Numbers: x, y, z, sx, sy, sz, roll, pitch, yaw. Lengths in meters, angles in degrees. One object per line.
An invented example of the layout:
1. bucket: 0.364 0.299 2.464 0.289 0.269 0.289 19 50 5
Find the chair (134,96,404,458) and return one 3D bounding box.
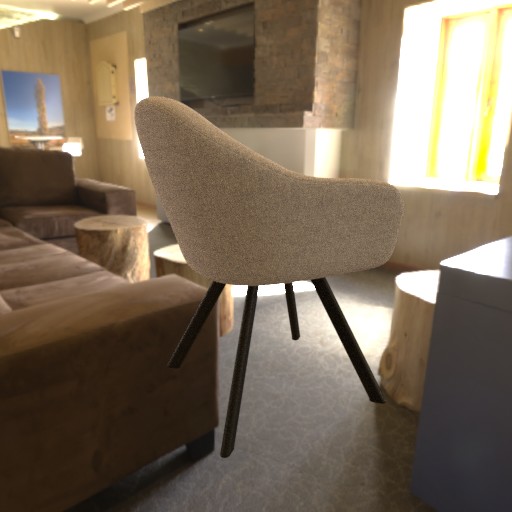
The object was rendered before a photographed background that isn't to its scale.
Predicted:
1. chair: 0.000 0.000 1.172 0.570 0.780 0.540 -8 18 -25
